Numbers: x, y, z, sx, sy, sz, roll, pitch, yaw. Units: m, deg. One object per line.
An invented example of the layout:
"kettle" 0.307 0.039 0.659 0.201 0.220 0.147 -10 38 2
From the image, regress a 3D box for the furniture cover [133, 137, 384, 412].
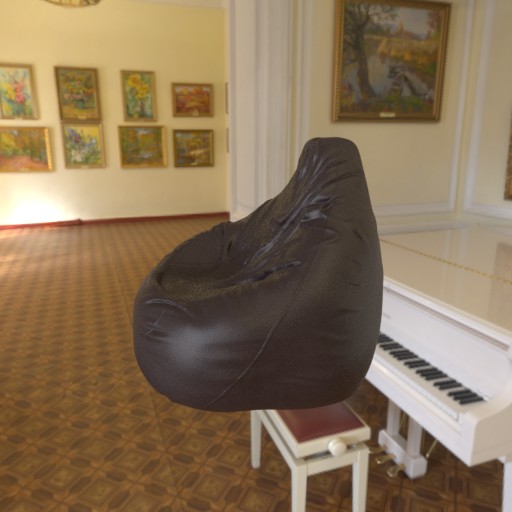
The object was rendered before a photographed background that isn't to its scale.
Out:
"furniture cover" 0.000 0.000 1.910 1.070 0.990 1.070 -2 15 -8
